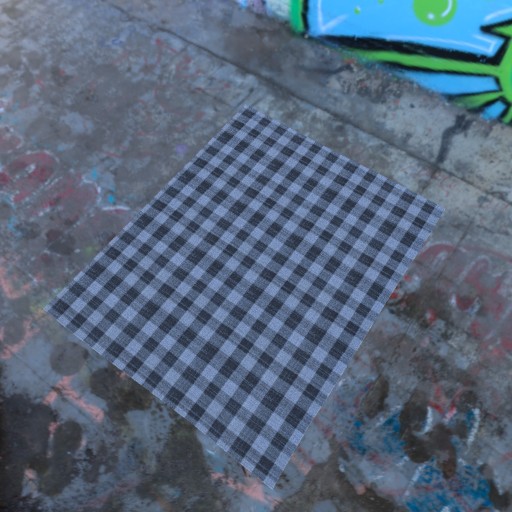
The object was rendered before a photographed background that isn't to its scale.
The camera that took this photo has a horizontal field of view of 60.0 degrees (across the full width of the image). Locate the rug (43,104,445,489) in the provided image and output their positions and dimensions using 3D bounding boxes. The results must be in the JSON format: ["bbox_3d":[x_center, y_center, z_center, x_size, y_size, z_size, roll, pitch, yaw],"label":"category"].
[{"bbox_3d":[0.000,0.000,4.123,2.432,0.013,3.021,32,67,16],"label":"rug"}]
